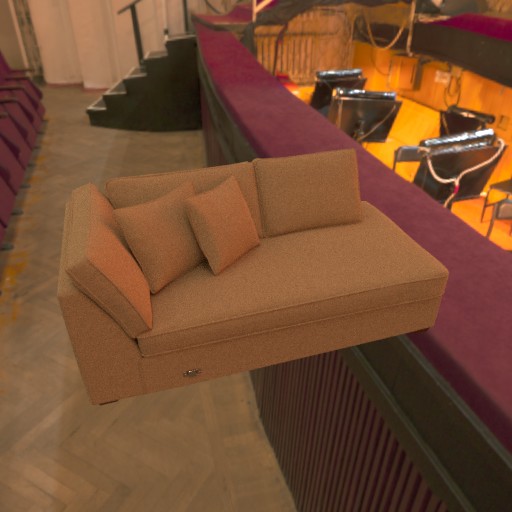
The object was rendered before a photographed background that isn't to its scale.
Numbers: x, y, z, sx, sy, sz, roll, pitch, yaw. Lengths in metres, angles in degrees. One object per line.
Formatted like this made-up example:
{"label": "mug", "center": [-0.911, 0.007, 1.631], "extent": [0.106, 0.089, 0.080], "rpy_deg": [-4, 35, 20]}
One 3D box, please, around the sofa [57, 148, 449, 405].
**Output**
{"label": "sofa", "center": [0.000, 0.000, 2.871], "extent": [2.237, 1.033, 1.110], "rpy_deg": [-10, 33, -15]}
